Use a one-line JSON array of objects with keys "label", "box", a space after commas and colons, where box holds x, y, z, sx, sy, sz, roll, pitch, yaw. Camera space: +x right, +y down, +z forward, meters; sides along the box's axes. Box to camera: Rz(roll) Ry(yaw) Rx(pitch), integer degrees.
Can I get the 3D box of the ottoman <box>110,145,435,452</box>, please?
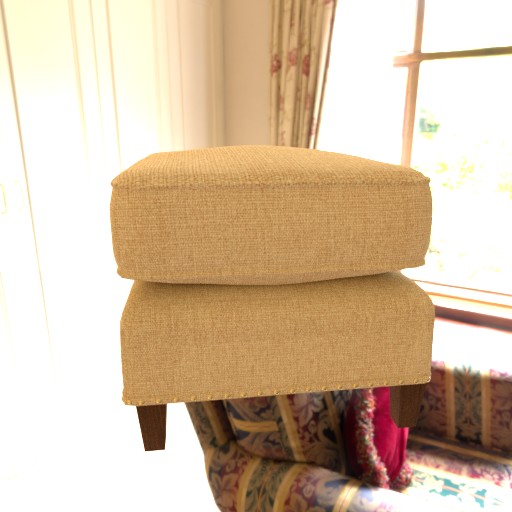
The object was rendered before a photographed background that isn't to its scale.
[{"label": "ottoman", "box": [0.000, 0.000, 1.106, 0.589, 0.537, 0.738, -2, 16, -7]}]
